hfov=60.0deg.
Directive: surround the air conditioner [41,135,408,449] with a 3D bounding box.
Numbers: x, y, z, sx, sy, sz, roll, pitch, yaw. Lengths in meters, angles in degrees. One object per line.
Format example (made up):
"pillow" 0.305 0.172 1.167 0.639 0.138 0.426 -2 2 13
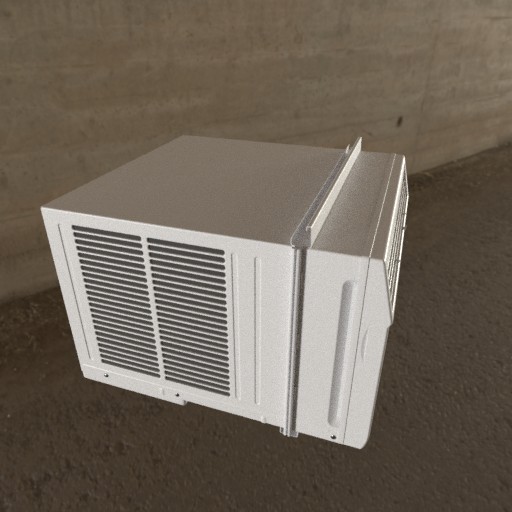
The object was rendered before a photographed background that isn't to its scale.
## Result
"air conditioner" 0.000 0.000 0.887 0.546 0.388 0.503 9 30 17
